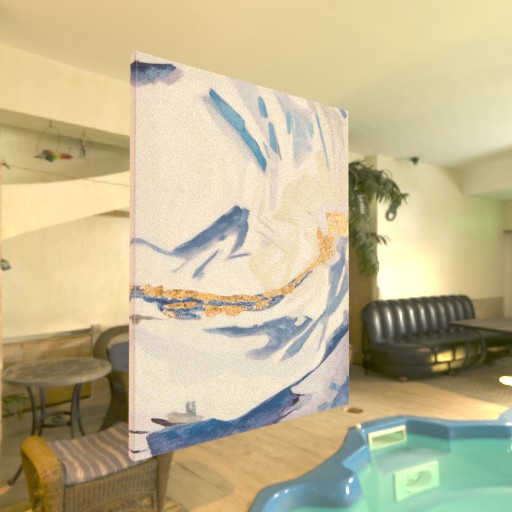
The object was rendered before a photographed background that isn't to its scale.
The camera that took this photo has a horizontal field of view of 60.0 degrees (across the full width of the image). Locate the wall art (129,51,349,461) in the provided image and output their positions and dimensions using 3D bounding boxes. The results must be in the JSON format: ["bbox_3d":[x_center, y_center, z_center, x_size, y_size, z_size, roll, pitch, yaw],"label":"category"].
[{"bbox_3d":[0.000,0.000,1.326,0.761,1.015,0.038,1,-1,-35],"label":"wall art"}]
